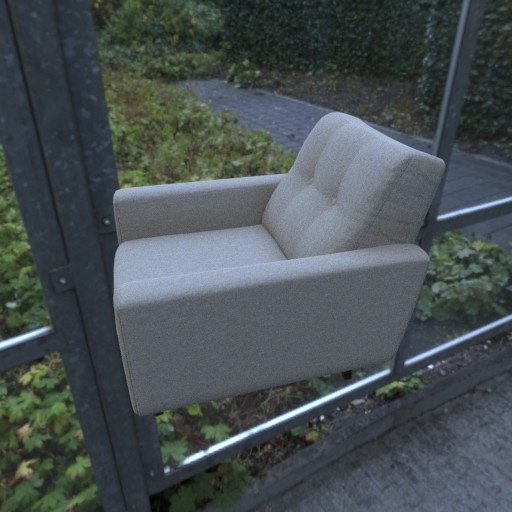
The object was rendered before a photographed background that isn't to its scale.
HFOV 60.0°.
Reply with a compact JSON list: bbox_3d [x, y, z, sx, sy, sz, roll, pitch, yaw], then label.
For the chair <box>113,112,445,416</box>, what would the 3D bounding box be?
[{"bbox_3d":[0.000,0.000,1.799,1.128,0.965,0.897,-8,31,-13],"label":"chair"}]
